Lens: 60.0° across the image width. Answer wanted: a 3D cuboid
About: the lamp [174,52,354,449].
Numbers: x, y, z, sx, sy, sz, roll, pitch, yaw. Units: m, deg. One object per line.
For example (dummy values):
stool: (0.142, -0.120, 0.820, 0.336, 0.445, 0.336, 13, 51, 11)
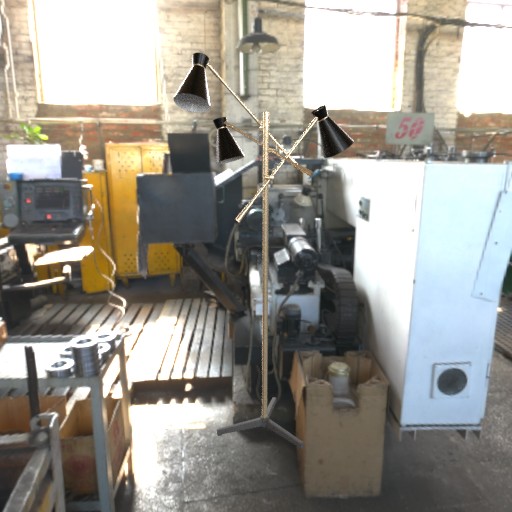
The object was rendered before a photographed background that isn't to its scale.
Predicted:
lamp: (0.000, 0.000, 2.173, 0.653, 1.804, 0.750, 12, 18, 43)
